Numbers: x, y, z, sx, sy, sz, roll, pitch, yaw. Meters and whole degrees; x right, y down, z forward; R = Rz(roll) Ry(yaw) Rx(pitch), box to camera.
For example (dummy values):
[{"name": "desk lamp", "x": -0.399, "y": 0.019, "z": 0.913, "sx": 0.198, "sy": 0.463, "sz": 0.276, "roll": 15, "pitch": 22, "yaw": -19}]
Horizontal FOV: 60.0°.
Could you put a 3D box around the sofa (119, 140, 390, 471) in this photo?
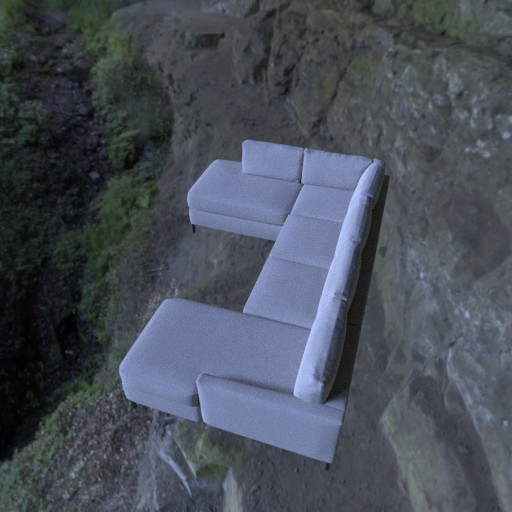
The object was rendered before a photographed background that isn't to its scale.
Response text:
[{"name": "sofa", "x": 0.000, "y": 0.000, "z": 3.889, "sx": 1.989, "sy": 0.862, "sz": 2.984, "roll": 12, "pitch": 41, "yaw": 14}]
